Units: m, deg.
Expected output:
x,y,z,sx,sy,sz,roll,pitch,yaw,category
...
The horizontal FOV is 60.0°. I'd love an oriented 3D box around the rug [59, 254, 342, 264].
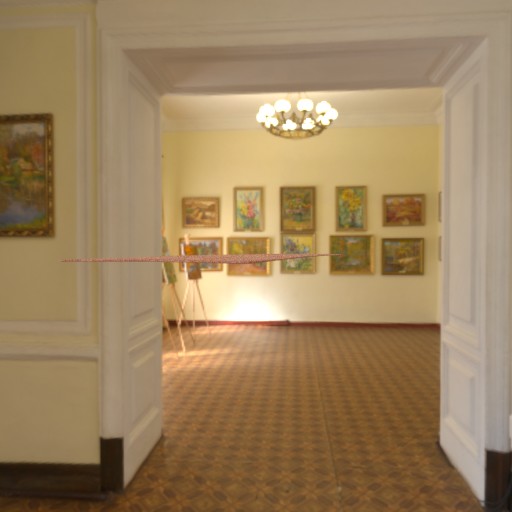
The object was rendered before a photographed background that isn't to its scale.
x,y,z,sx,sy,sz,roll,pitch,yaw,category
0.000,0.000,2.591,0.718,0.013,2.353,0,1,18,rug
